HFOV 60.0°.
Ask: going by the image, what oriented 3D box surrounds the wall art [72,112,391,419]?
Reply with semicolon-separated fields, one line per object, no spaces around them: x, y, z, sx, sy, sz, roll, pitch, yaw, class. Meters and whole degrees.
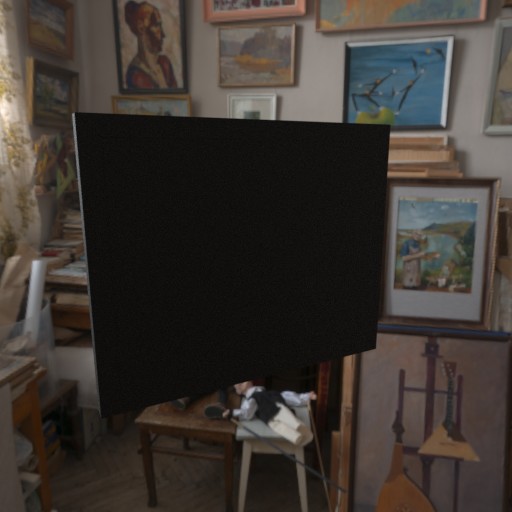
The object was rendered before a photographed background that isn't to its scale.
0.000;0.000;0.777;0.558;0.457;0.029;-7;14;-26;wall art
